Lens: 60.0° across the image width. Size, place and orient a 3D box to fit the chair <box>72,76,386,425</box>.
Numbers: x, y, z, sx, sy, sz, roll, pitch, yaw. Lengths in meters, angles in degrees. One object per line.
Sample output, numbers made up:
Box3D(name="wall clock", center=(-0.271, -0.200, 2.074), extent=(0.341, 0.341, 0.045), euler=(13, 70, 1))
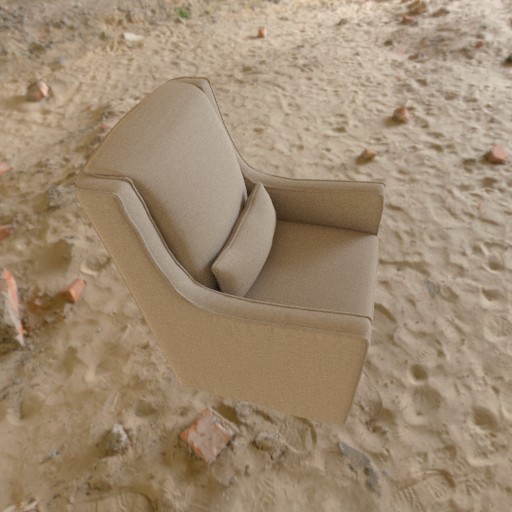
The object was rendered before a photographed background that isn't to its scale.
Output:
Box3D(name="chair", center=(0.000, 0.000, 1.592), extent=(0.879, 0.993, 0.732), euler=(11, 47, 10))
